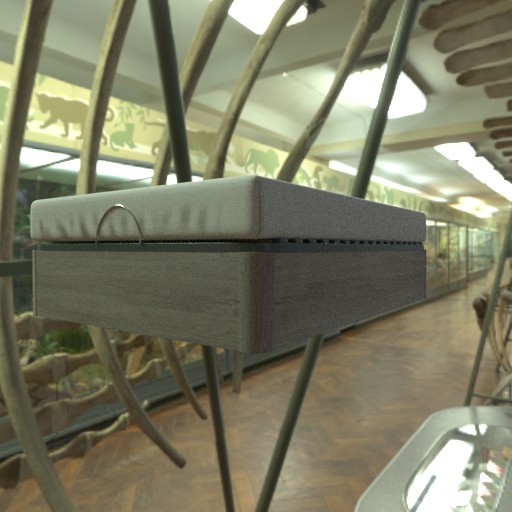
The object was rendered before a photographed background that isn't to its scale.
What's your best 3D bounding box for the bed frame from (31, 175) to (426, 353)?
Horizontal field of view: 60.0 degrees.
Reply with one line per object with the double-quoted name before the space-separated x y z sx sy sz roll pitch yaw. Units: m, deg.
"bed frame" 0.000 0.000 2.519 1.400 0.561 1.900 1 1 36
